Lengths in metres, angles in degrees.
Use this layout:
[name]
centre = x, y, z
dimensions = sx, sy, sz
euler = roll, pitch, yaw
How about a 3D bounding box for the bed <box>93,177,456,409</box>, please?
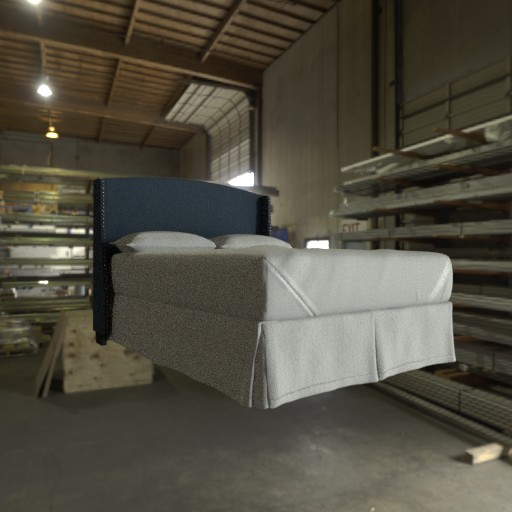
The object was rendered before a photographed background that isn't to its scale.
[bed]
centre = 0.000, 0.000, 3.259
dimensions = 1.710, 1.407, 2.237
euler = 0, 0, -36
